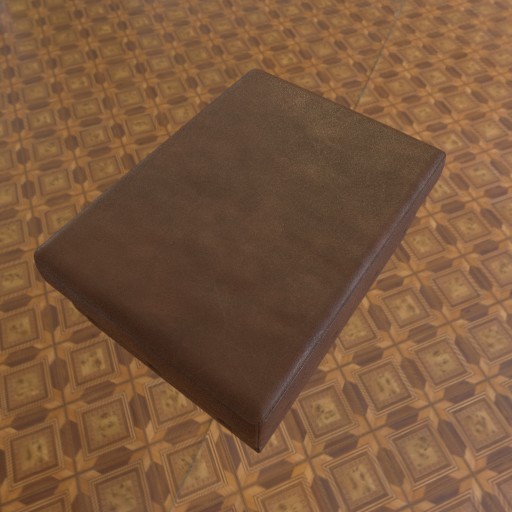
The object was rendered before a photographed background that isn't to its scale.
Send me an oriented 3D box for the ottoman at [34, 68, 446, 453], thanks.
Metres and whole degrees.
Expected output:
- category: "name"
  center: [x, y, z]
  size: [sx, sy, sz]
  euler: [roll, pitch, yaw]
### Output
- category: "ottoman"
  center: [0.000, 0.000, 1.168]
  size: [0.588, 0.509, 0.795]
  euler: [31, 63, 19]
